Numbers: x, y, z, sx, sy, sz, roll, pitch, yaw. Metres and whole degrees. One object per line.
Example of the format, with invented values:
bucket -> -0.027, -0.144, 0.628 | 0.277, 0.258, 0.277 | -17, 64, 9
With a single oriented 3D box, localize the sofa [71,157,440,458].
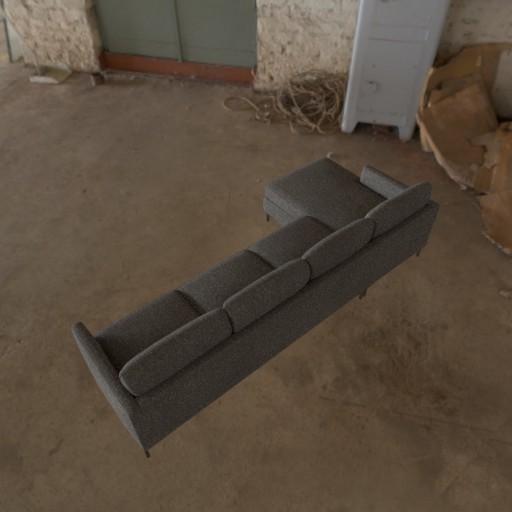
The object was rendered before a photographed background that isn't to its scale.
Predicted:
sofa -> 0.000, 0.000, 3.526 | 2.932, 0.810, 1.350 | -30, 52, -27
